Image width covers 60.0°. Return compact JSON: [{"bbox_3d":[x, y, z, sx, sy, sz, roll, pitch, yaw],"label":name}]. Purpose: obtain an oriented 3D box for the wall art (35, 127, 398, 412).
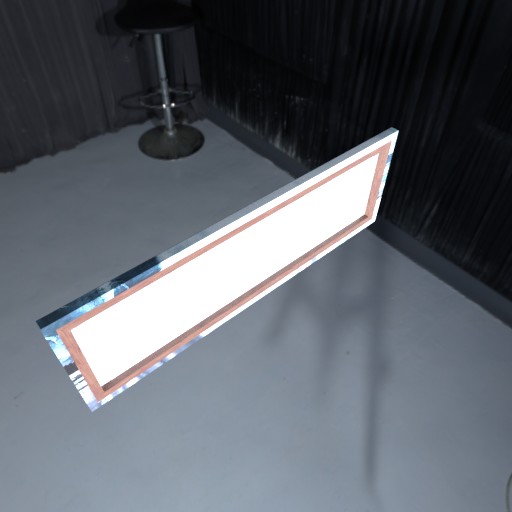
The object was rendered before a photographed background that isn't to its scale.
[{"bbox_3d":[0.000,0.000,1.702,1.524,0.509,0.037,-32,54,-26],"label":"wall art"}]
